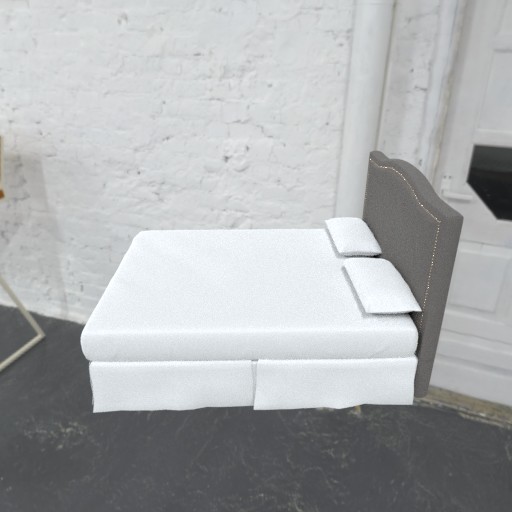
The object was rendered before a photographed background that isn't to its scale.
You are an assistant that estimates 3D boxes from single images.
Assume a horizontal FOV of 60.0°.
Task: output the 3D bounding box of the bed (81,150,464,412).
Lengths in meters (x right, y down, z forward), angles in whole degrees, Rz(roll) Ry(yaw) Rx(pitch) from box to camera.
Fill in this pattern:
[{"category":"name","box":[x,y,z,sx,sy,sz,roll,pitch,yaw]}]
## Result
[{"category":"bed","box":[0.000,0.000,3.467,2.282,1.436,1.821,-1,25,-1]}]
